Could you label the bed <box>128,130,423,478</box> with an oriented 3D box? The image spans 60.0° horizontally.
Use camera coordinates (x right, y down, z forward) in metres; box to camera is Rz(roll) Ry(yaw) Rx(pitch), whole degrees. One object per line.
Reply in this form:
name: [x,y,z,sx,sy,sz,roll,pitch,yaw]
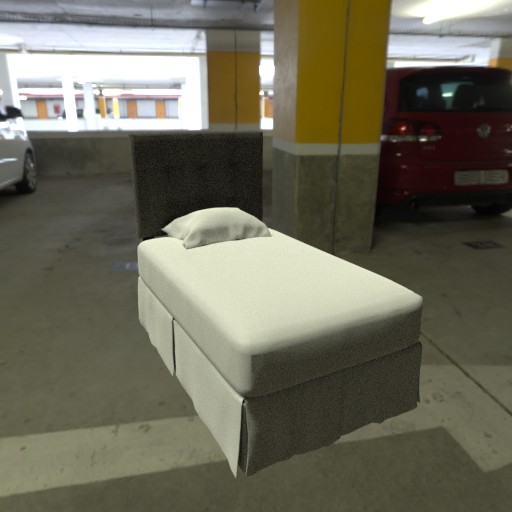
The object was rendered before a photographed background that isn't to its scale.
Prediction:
bed: [0.000,0.000,3.008,1.261,1.571,1.997,-9,20,-27]
